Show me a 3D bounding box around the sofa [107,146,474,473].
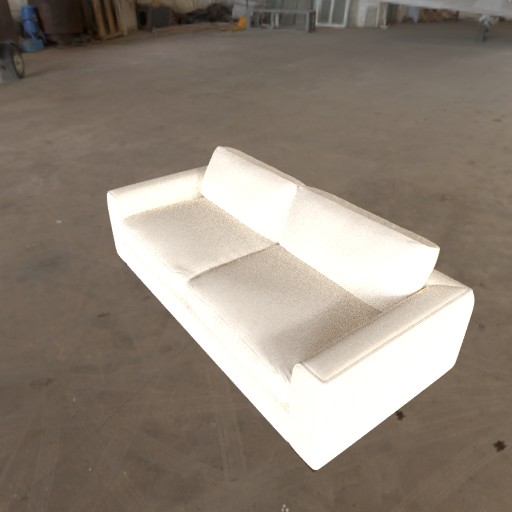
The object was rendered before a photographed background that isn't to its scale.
[{"bbox_3d":[0.000,0.000,2.748,1.070,0.801,2.262,-22,38,-30],"label":"sofa"}]
